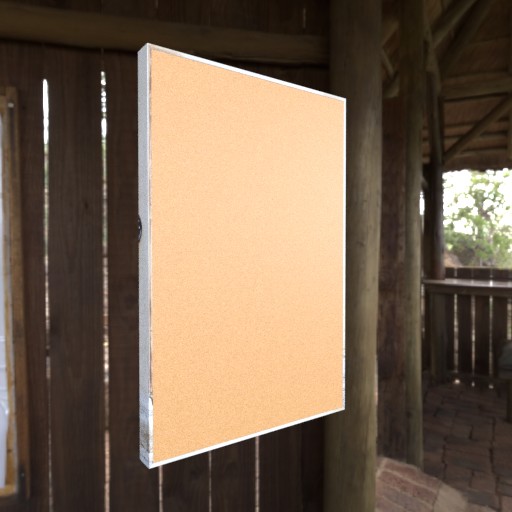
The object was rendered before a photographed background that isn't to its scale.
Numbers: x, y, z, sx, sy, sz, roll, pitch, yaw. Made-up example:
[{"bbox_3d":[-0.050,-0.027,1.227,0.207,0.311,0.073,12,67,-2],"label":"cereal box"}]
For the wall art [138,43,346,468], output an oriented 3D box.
[{"bbox_3d":[0.000,0.000,0.763,0.403,0.607,0.036,-1,1,-36],"label":"wall art"}]
